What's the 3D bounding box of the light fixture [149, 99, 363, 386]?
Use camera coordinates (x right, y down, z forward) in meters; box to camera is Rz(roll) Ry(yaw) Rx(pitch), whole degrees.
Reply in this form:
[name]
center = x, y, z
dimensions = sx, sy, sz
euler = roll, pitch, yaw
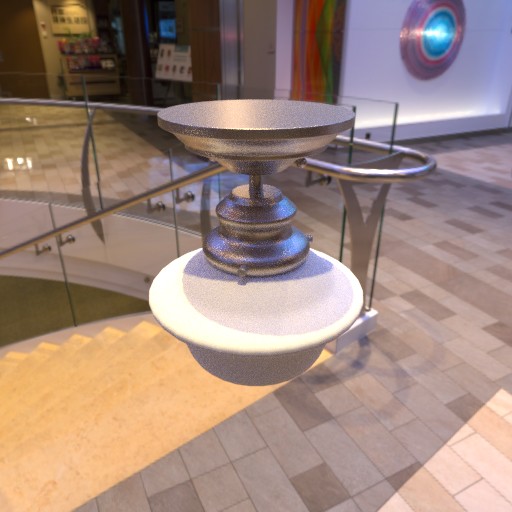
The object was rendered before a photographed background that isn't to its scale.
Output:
[light fixture]
center = 0.000, 0.000, 0.404
dimensions = 0.199, 0.254, 0.199
euler = 0, 26, 0
